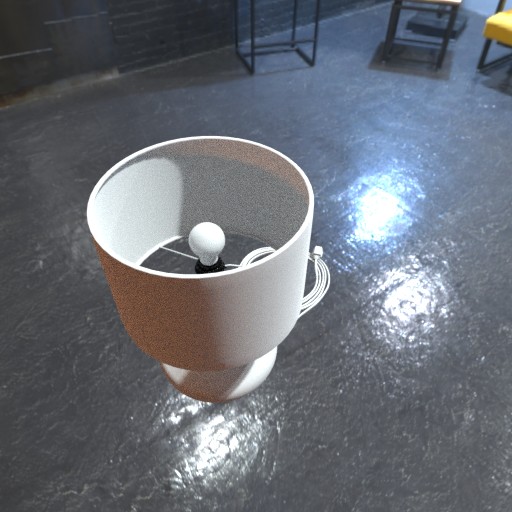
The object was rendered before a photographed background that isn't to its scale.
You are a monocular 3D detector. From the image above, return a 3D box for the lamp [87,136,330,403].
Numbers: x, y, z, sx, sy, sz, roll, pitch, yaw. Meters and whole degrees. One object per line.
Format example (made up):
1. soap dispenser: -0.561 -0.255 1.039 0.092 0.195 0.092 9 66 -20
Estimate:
1. lamp: 0.000 0.000 0.841 0.546 0.457 0.401 -26 51 -23
